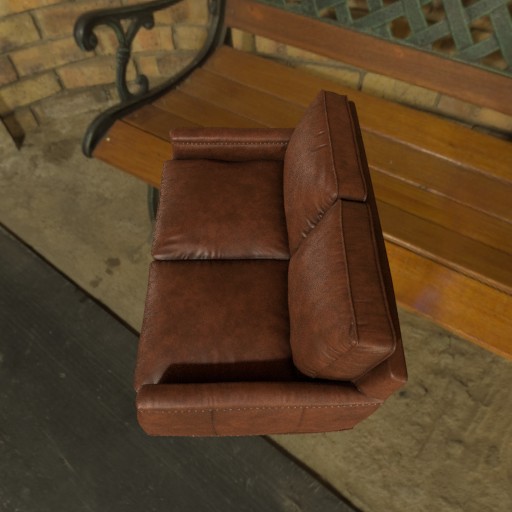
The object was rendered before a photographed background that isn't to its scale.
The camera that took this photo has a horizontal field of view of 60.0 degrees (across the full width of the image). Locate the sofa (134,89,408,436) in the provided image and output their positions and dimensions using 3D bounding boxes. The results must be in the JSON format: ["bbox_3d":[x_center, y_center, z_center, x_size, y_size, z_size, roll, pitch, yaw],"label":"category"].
[{"bbox_3d":[0.000,0.000,2.248,1.083,1.003,1.628,-1,58,0],"label":"sofa"}]
